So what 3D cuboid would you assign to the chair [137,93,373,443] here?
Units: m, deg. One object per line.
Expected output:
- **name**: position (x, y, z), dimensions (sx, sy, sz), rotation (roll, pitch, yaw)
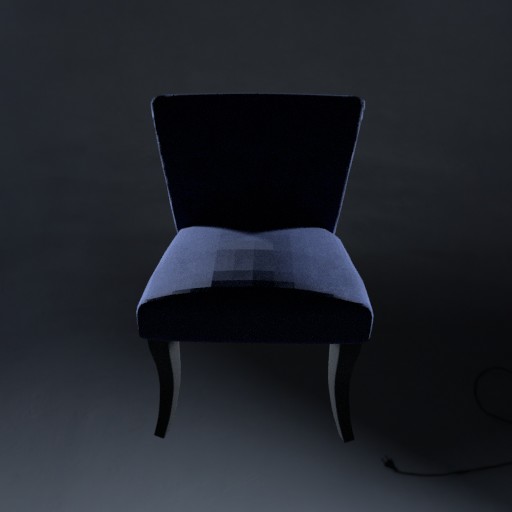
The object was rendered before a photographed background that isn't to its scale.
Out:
- **chair**: position (0.000, 0.000, 1.201), dimensions (0.585, 0.753, 0.606), rotation (1, 30, 1)
